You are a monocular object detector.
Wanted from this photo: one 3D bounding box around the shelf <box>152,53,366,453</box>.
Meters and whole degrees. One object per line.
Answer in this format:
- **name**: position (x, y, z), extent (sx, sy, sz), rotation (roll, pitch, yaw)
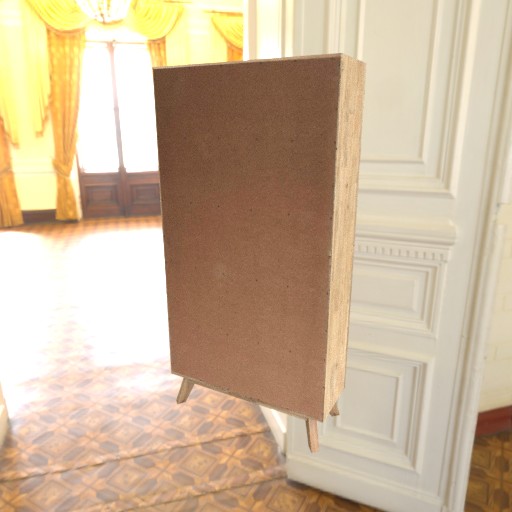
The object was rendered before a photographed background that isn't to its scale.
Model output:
- **shelf**: position (0.000, 0.000, 1.848), extent (0.748, 1.471, 0.308), rotation (9, 19, 27)
